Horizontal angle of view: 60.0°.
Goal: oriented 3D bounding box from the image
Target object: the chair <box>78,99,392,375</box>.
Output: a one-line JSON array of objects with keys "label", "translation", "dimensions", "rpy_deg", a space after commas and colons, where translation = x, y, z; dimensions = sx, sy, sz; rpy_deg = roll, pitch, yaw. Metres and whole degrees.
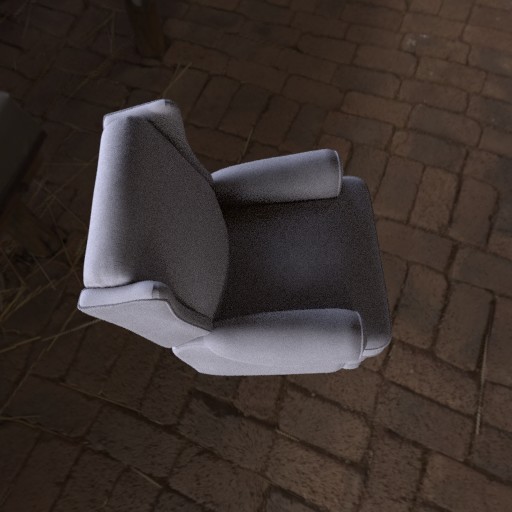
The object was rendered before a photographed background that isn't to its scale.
[{"label": "chair", "translation": [0.000, 0.000, 1.688], "dimensions": [0.969, 1.011, 0.847], "rpy_deg": [-2, 65, -1]}]
